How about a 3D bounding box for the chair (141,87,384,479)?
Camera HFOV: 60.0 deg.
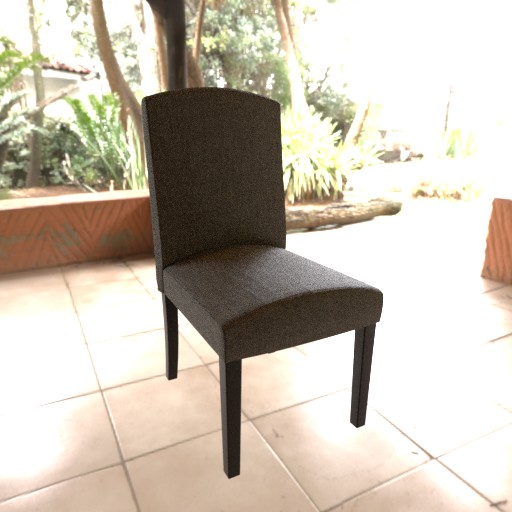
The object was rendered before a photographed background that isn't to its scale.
[{"bbox_3d":[0.000,0.000,1.231,0.451,0.917,0.580,-9,18,-27],"label":"chair"}]
